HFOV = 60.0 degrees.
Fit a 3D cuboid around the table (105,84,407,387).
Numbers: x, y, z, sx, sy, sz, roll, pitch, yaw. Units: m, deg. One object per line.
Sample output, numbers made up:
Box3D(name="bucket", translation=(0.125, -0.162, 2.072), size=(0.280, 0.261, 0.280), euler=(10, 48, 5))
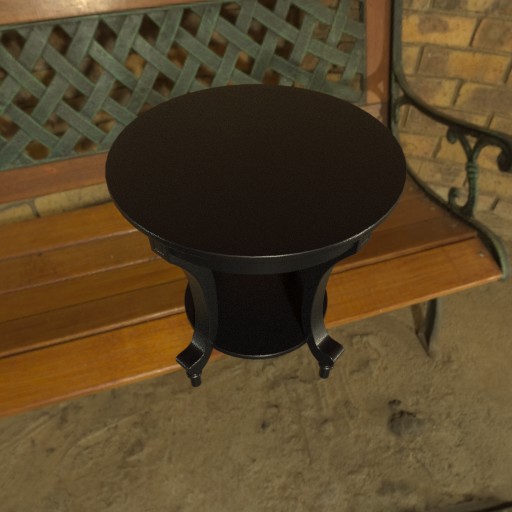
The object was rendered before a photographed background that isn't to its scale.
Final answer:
Box3D(name="table", translation=(0.000, 0.000, 1.120), size=(0.597, 0.618, 0.597), euler=(0, 46, 0))
